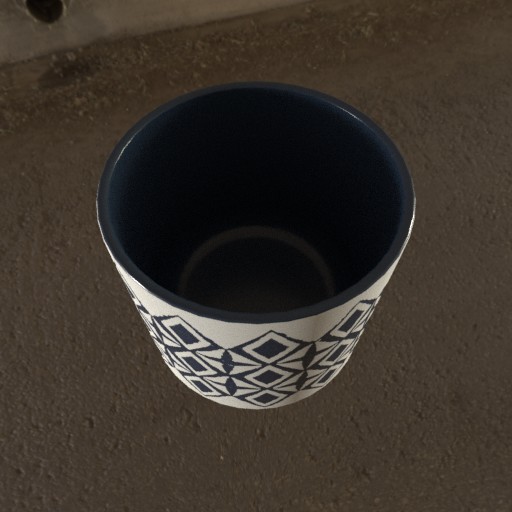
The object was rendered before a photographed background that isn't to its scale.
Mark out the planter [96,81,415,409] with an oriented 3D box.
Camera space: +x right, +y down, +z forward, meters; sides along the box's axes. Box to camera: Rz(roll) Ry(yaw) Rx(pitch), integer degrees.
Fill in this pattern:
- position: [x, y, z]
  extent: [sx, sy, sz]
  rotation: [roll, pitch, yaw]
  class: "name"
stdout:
- position: [0.000, 0.000, 0.283]
  extent: [0.159, 0.144, 0.159]
  rotation: [0, 57, 0]
  class: "planter"
